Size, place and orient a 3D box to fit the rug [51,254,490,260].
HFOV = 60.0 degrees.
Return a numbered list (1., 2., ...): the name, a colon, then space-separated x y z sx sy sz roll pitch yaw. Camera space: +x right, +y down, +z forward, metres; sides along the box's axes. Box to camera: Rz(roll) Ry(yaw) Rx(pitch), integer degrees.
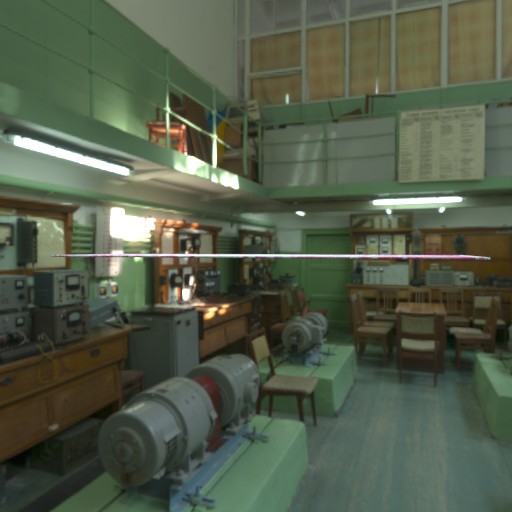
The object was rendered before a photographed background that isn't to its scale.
1. rug: 0.000 0.000 2.729 2.458 0.011 0.787 0 1 18
